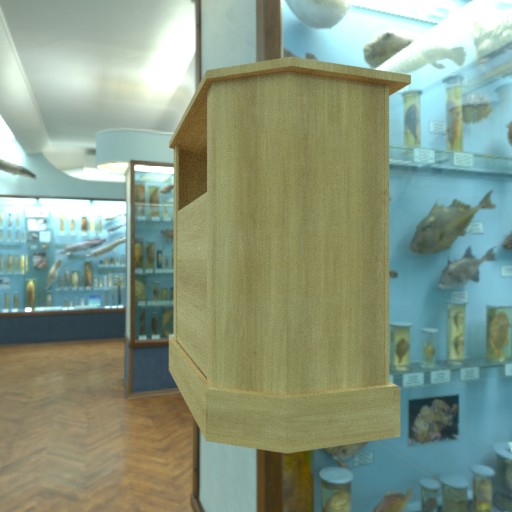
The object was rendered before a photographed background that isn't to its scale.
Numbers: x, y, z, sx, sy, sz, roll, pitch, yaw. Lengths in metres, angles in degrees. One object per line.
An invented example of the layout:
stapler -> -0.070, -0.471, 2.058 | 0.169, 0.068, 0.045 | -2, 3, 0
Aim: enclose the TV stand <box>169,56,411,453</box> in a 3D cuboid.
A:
TV stand -> 0.000, 0.000, 1.294 | 0.425, 0.781, 0.851 | 0, 0, -18
